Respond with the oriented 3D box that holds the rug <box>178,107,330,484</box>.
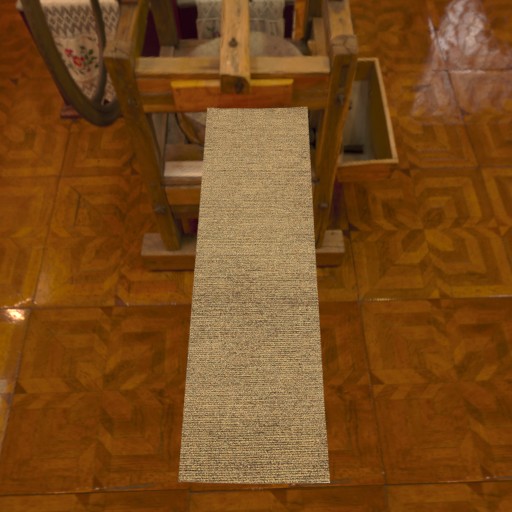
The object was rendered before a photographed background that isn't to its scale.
[{"bbox_3d":[0.000,0.000,2.554,0.697,0.013,2.335,0,63,0],"label":"rug"}]
